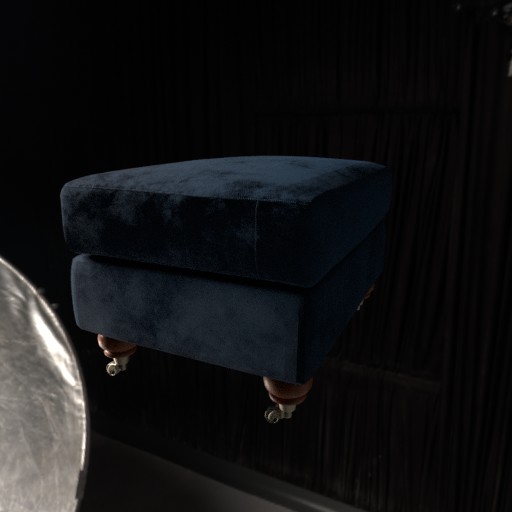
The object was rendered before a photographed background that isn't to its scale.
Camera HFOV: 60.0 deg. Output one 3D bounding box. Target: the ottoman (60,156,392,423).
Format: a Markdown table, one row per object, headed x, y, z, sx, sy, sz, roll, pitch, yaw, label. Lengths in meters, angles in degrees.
| x | y | z | sx | sy | sz | roll | pitch | yaw | label |
| --- | --- | --- | --- | --- | --- | --- | --- | --- | --- |
| 0.000 | 0.000 | 1.168 | 0.572 | 0.503 | 0.773 | 7 | 18 | 24 | ottoman |
